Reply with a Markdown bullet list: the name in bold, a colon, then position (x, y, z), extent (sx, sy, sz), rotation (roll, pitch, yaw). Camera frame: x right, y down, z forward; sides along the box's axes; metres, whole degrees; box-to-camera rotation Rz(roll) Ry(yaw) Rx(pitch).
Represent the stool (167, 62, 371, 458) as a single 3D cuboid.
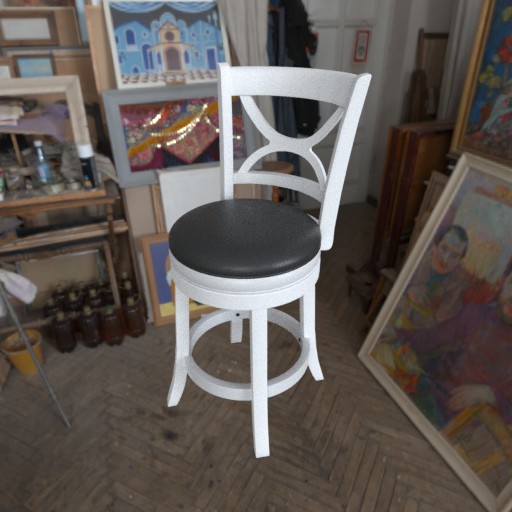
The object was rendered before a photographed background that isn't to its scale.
- **stool**: position (0.000, 0.000, 1.246), extent (0.444, 0.953, 0.508), rotation (18, 34, 28)
